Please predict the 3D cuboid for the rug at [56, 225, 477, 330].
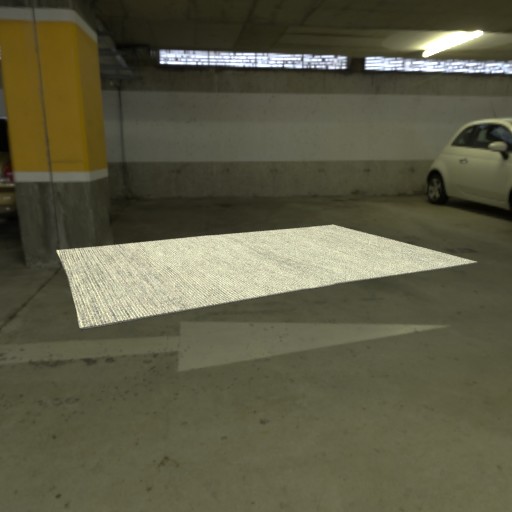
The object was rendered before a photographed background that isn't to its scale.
[{"bbox_3d":[0.000,0.000,2.224,1.789,0.021,1.159,-7,15,-25],"label":"rug"}]
